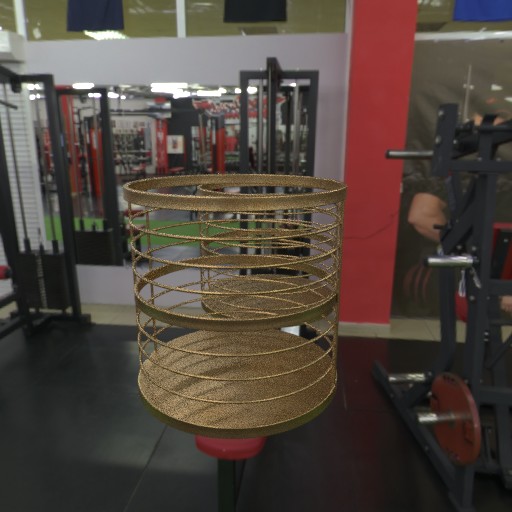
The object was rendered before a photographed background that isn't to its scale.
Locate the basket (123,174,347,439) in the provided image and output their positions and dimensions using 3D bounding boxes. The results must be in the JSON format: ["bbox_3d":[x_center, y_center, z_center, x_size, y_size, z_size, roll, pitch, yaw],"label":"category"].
[{"bbox_3d":[0.000,0.000,0.953,0.356,0.351,0.746,2,15,9],"label":"basket"}]
